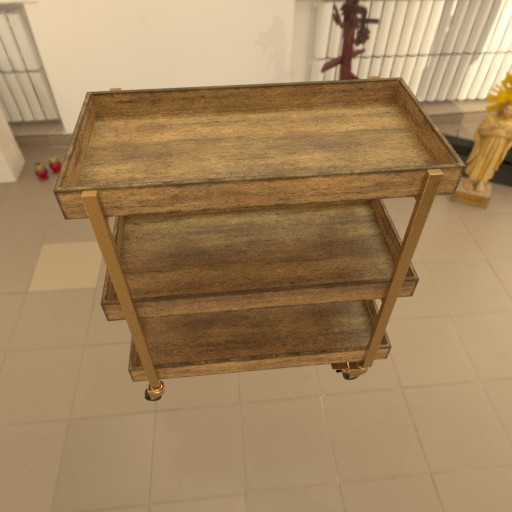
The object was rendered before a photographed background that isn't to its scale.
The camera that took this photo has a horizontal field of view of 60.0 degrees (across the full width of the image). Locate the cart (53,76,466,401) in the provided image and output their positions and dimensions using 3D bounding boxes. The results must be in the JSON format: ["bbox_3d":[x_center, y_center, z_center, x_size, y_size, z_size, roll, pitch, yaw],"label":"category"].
[{"bbox_3d":[0.000,0.000,1.216,0.750,0.799,0.416,-4,47,-4],"label":"cart"}]
